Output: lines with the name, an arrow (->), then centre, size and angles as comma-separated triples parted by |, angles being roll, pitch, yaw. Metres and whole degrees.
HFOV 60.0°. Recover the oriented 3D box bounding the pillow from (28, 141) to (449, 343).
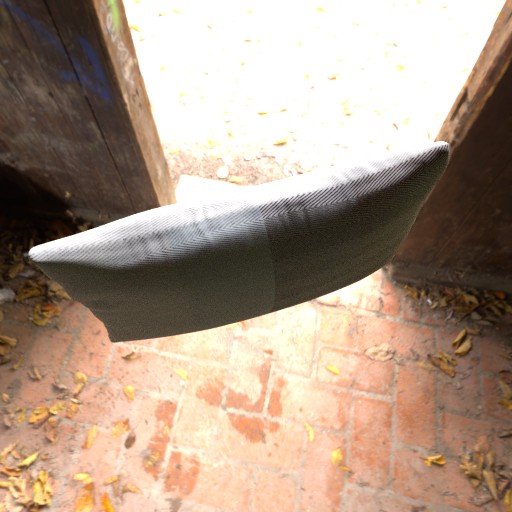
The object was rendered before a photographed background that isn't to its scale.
pillow -> 0.000, 0.000, 0.633 | 0.506, 0.305, 0.139 | -15, 63, -8
